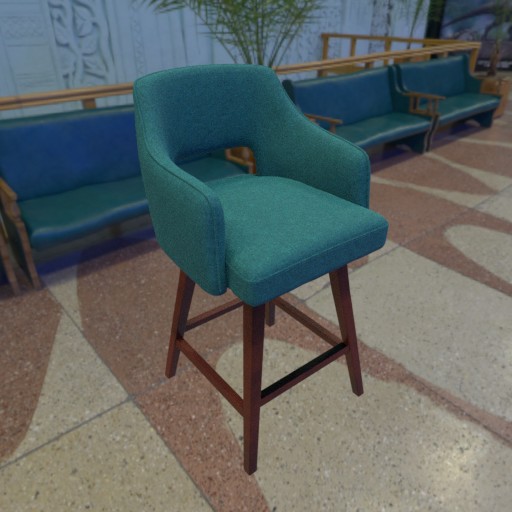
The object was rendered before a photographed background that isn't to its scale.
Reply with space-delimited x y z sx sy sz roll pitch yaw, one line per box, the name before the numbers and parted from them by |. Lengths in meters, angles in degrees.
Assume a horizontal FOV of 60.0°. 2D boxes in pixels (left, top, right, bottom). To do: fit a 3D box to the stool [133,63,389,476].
stool | 0.000 0.000 1.268 0.548 0.961 0.556 -21 36 -32
